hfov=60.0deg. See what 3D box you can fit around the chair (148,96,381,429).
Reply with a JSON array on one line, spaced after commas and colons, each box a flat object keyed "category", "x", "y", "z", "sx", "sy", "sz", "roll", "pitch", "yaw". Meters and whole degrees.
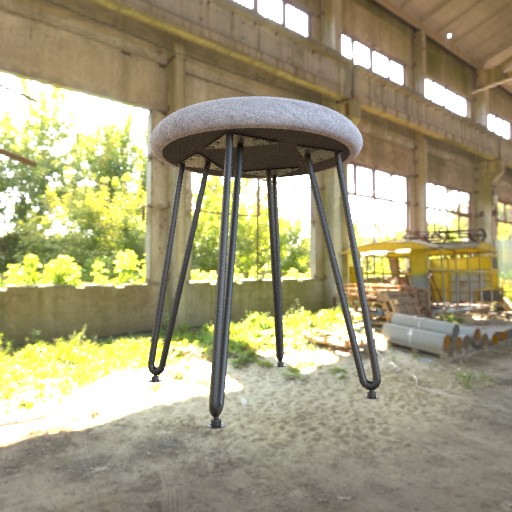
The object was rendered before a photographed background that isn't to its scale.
[{"category": "chair", "x": 0.000, "y": 0.000, "z": 0.652, "sx": 0.350, "sy": 0.386, "sz": 0.350, "roll": -1, "pitch": -2, "yaw": 16}]
